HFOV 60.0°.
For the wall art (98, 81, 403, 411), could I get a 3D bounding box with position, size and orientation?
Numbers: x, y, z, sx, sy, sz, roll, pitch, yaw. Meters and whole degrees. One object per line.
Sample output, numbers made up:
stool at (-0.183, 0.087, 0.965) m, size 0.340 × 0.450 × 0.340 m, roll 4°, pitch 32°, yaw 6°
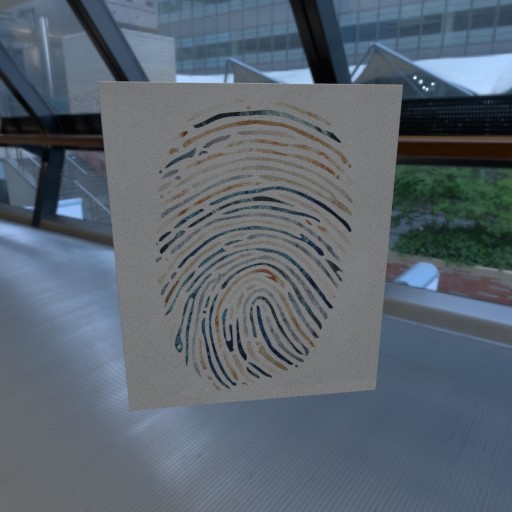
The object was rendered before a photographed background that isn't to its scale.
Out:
wall art at (0.000, 0.000, 0.835) m, size 0.508 × 0.606 × 0.037 m, roll -2°, pitch 17°, yaw -8°
